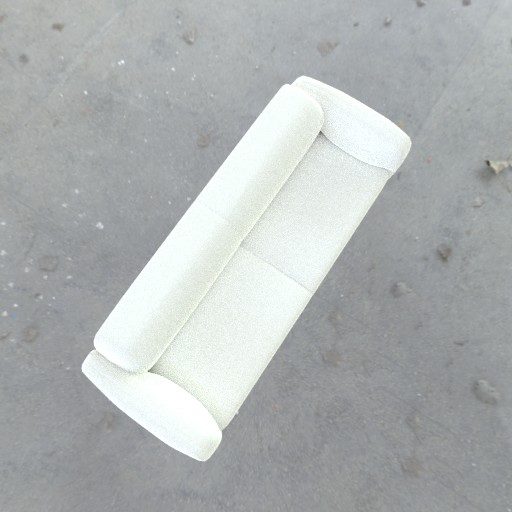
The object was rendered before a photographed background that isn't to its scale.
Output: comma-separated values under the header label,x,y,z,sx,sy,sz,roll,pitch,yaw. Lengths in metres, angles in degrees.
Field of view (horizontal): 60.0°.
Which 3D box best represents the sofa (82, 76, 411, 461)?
label,x,y,z,sx,sy,sz,roll,pitch,yaw
sofa,0.000,0.000,2.724,0.870,0.780,2.280,33,78,8
